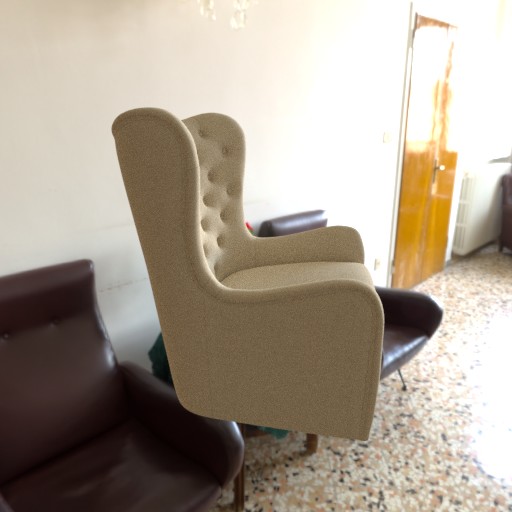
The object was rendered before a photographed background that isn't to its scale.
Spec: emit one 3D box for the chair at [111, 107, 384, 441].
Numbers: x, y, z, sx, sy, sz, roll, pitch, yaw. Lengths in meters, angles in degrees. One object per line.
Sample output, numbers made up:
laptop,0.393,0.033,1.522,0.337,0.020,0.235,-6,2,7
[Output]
chair,0.000,0.000,1.728,0.929,1.079,0.831,3,17,9
